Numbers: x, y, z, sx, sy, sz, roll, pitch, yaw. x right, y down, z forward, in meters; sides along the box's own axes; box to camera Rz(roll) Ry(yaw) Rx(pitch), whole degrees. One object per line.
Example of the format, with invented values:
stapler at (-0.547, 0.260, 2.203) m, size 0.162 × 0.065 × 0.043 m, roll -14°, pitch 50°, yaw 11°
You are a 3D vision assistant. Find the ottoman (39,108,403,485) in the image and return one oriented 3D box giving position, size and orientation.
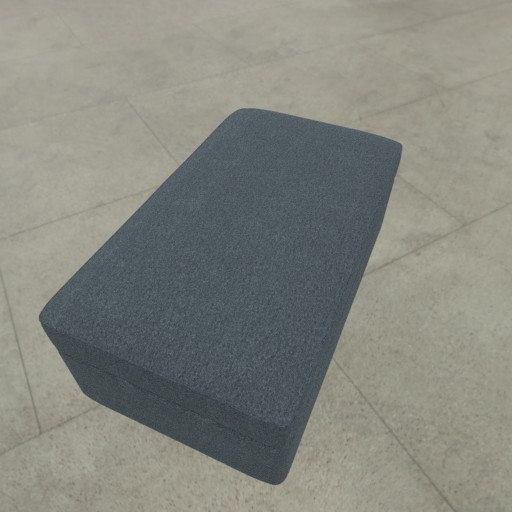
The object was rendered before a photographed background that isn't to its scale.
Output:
ottoman at (0.000, 0.000, 1.488) m, size 0.681 × 0.494 × 1.173 m, roll 18°, pitch 49°, yaw 16°
